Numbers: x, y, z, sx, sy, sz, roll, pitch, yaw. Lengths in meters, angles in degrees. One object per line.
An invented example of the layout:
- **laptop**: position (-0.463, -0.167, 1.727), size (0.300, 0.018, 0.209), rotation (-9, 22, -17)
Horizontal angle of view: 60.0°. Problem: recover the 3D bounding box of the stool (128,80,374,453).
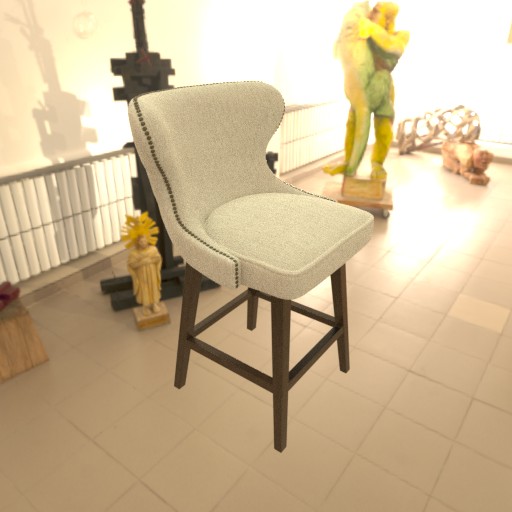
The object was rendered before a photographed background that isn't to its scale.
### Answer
- **stool**: position (0.000, 0.000, 1.396), size (0.597, 0.972, 0.615), rotation (19, 33, 32)
